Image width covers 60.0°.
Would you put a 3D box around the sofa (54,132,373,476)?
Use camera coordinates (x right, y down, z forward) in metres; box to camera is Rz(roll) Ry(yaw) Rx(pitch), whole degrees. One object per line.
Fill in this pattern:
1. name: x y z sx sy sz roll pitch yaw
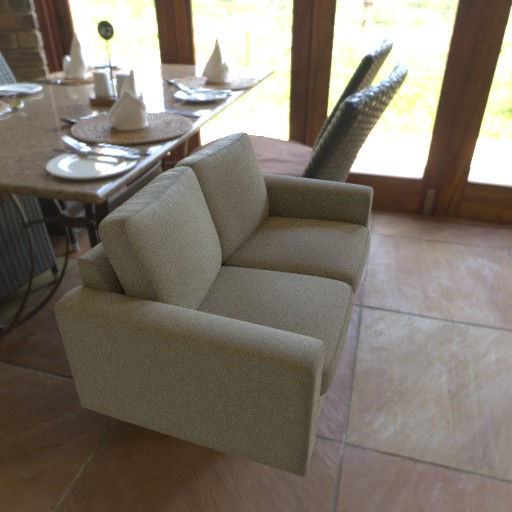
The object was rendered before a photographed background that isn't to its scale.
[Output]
1. sofa: 0.000 0.000 2.187 1.016 0.873 1.616 10 32 16
